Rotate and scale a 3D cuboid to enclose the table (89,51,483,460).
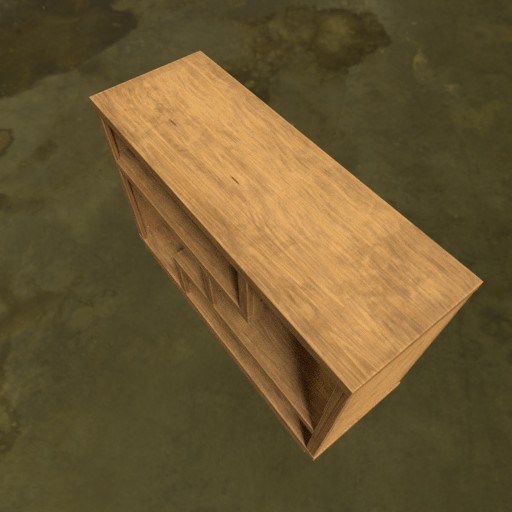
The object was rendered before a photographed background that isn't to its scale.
[{"bbox_3d":[0.000,0.000,1.499,0.410,0.771,1.151,-33,62,-20],"label":"table"}]
